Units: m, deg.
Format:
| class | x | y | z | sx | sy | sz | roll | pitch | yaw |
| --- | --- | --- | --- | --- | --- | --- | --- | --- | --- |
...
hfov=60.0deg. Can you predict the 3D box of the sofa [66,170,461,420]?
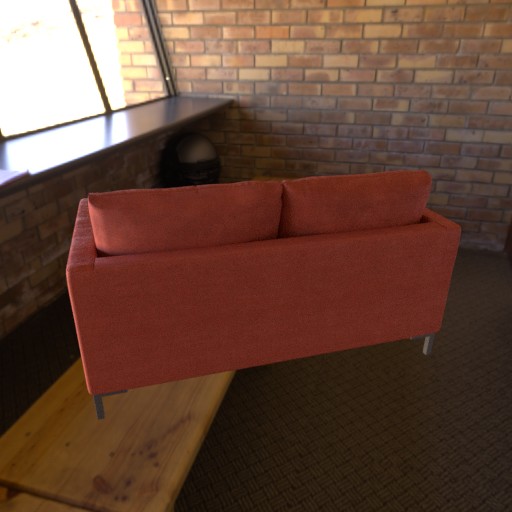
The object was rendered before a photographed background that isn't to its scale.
| class | x | y | z | sx | sy | sz | roll | pitch | yaw |
| --- | --- | --- | --- | --- | --- | --- | --- | --- | --- |
| sofa | 0.000 | 0.000 | 2.114 | 1.574 | 0.896 | 0.864 | -7 | 27 | -15 |
